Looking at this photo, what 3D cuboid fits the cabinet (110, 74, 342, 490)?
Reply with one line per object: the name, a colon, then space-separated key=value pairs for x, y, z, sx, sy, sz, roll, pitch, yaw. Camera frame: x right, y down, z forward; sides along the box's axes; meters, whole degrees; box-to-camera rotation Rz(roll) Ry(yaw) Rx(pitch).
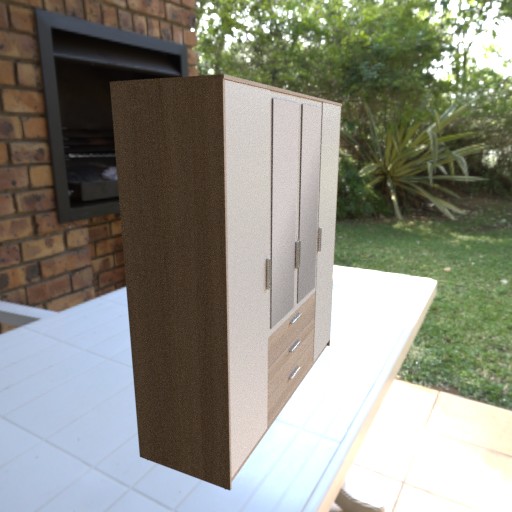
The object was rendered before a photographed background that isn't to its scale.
cabinet: x=0.000 y=0.000 z=3.015 sx=0.620 sy=2.060 sz=1.870 roll=7 pitch=17 yaw=24
